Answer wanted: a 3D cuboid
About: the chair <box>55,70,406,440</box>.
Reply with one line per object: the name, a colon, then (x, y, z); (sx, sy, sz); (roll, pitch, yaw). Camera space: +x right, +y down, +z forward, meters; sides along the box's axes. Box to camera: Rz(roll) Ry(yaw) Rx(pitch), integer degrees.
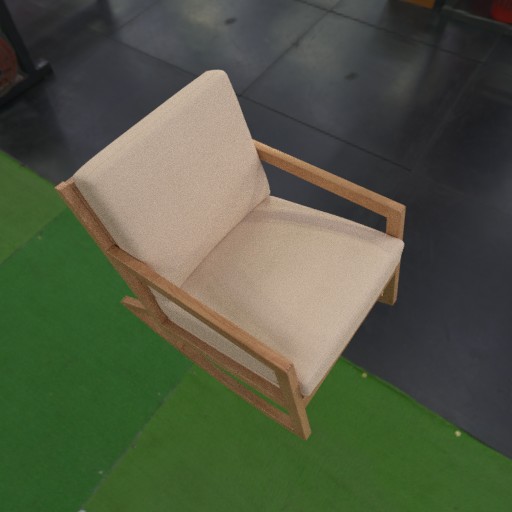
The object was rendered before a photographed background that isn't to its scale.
chair: (0.000, 0.000, 1.426); (0.857, 0.790, 0.622); (32, 63, 19)
